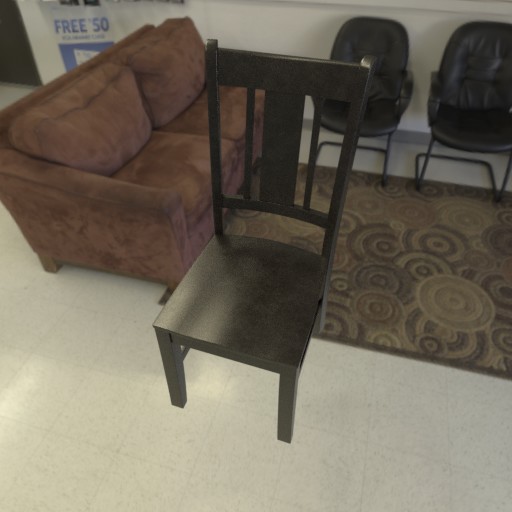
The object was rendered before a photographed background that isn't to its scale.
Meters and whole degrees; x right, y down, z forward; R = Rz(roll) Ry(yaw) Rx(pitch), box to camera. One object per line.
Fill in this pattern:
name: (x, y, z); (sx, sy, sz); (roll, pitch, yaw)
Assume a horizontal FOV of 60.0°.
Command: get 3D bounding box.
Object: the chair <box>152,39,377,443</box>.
chair: (0.000, 0.000, 1.283); (0.450, 0.998, 0.555); (13, 43, 14)
